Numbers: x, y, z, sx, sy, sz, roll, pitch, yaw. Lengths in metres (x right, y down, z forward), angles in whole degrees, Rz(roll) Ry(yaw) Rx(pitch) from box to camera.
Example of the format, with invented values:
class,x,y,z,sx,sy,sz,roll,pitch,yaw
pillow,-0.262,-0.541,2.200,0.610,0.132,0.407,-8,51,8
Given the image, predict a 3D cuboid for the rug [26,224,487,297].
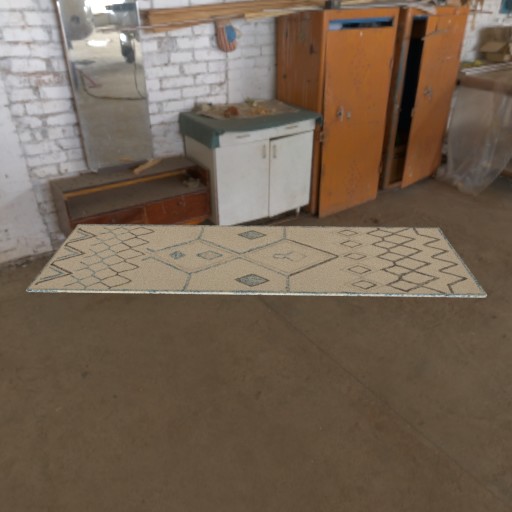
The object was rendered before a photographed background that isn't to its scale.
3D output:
class,x,y,z,sx,sy,sz,roll,pitch,yaw
rug,0.000,0.000,2.664,2.434,0.013,0.770,1,31,1
